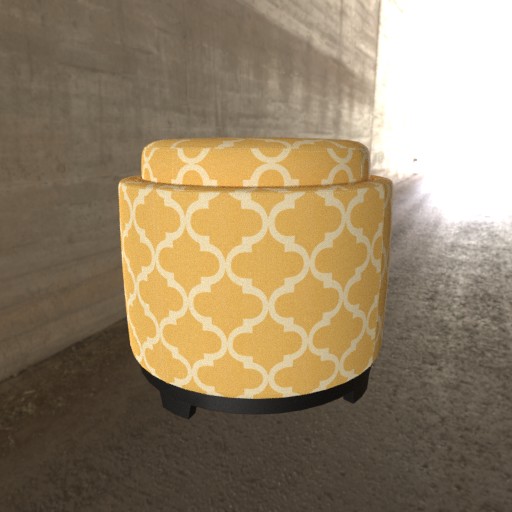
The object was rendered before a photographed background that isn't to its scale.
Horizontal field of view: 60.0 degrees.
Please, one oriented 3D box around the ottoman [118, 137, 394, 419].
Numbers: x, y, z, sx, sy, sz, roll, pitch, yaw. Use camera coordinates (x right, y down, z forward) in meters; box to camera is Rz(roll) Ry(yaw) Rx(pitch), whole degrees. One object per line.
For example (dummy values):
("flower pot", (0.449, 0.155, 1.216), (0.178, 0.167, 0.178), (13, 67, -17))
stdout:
("ottoman", (0.000, 0.000, 0.830), (0.480, 0.429, 0.480), (0, 14, 0))
